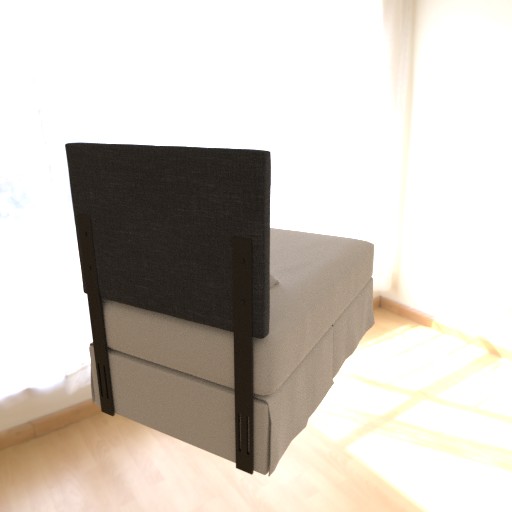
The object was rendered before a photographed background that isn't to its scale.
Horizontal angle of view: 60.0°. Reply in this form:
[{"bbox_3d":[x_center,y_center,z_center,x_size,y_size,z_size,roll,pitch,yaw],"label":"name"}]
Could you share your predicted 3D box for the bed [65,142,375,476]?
[{"bbox_3d":[0.000,0.000,3.018,1.261,1.571,1.997,9,20,27],"label":"bed"}]
